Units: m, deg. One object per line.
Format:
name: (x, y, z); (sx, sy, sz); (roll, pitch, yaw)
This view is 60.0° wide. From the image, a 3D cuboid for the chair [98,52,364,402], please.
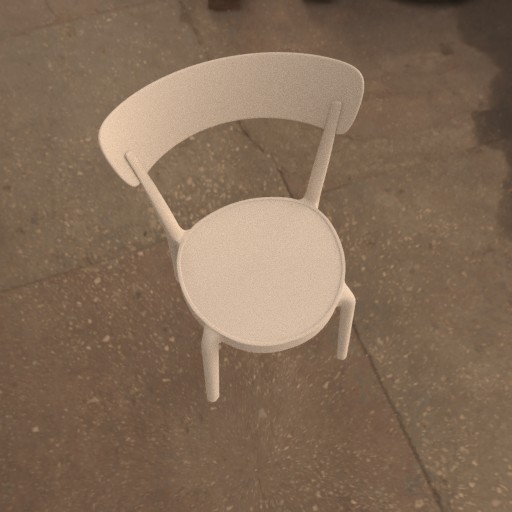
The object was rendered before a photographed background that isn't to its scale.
chair: (0.000, 0.000, 1.104); (0.506, 0.790, 0.491); (-16, 65, -8)
